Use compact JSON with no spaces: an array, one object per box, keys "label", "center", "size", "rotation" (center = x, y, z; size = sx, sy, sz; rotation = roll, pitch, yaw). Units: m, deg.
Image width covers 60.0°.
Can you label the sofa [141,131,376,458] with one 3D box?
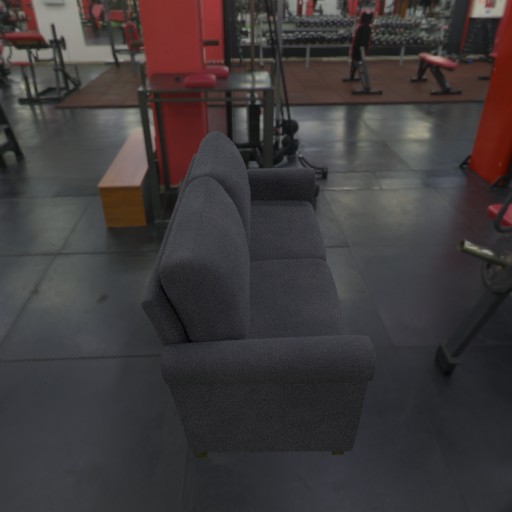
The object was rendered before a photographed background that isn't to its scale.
[{"label":"sofa","center":[0.000,0.000,2.439],"size":[0.842,0.942,1.935],"rotation":[0,31,0]}]
